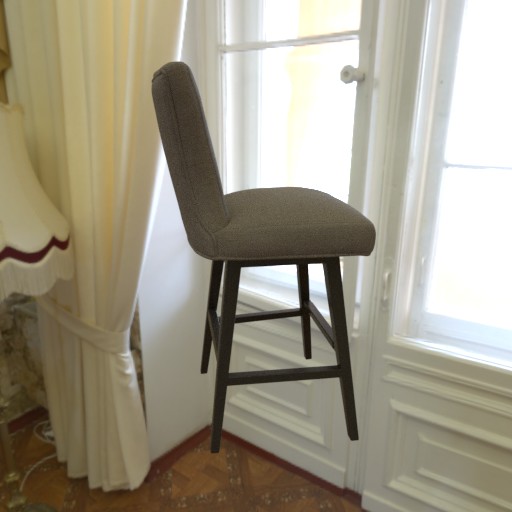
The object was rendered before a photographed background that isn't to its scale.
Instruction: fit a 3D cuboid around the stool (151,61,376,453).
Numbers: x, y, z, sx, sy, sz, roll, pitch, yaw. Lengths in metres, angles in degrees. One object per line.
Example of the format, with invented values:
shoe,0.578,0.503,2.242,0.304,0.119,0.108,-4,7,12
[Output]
stool,0.000,0.000,1.406,0.574,1.086,0.514,-3,19,-10
